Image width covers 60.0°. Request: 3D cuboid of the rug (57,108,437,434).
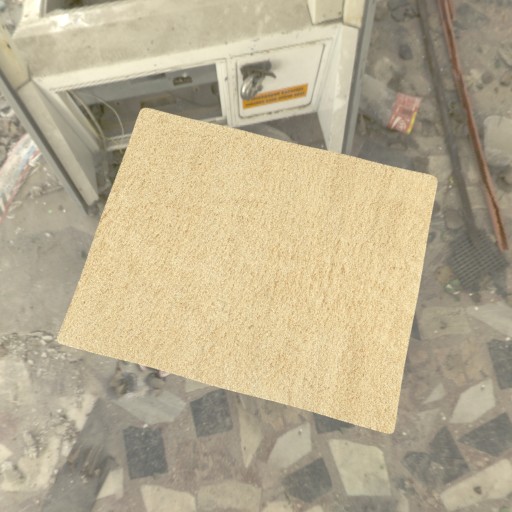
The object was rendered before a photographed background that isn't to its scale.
[{"bbox_3d":[0.000,0.000,4.075,3.001,0.025,2.401,14,77,3],"label":"rug"}]
